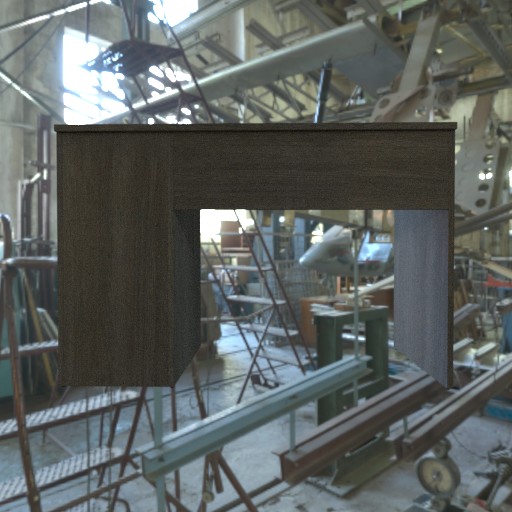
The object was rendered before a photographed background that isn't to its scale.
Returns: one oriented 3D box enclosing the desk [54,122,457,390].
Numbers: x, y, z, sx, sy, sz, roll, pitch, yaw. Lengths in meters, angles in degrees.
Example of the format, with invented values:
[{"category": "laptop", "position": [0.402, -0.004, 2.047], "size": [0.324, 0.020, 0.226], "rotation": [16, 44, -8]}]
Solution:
[{"category": "desk", "position": [0.000, 0.000, 1.487], "size": [1.096, 0.730, 0.560], "rotation": [0, 1, 1]}]
